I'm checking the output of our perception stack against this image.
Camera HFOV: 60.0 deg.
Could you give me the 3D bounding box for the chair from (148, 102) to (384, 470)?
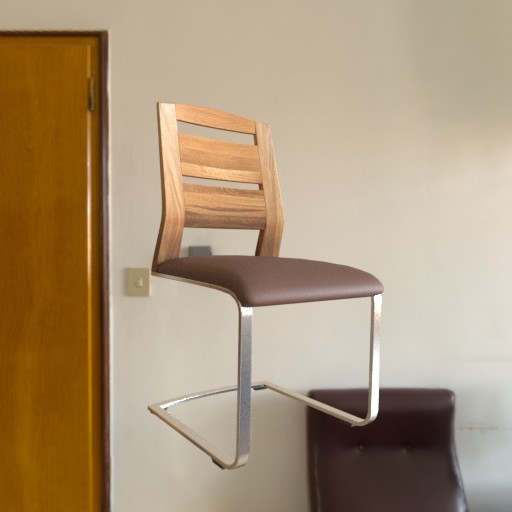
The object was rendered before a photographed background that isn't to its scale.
[{"bbox_3d":[0.000,0.000,1.284,0.460,0.970,0.570,0,1,-36],"label":"chair"}]
